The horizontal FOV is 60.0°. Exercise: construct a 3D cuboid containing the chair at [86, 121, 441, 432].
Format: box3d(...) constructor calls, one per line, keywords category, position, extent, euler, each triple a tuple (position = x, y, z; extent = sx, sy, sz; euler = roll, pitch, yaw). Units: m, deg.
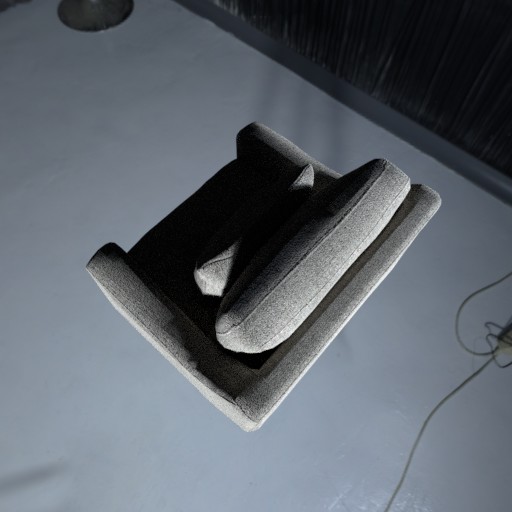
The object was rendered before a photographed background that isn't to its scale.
box3d(category="chair", position=(0.000, 0.000, 1.987), extent=(1.009, 1.037, 1.138), euler=(38, 69, 18))
